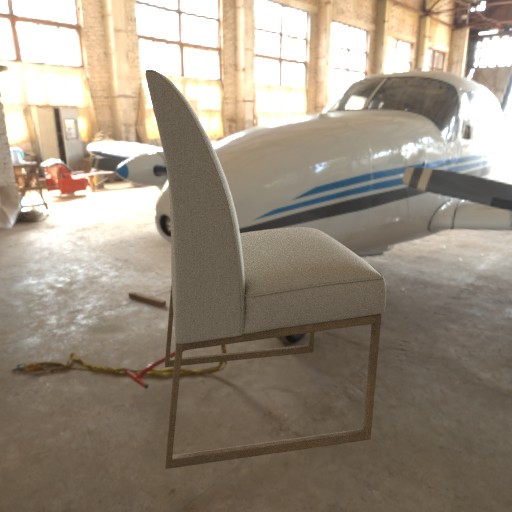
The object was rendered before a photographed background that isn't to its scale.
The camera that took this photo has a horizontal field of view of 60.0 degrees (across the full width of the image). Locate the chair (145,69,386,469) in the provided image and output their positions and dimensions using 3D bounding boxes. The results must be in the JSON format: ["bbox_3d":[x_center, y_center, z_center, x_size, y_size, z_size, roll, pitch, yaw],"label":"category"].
[{"bbox_3d":[0.000,0.000,1.175,0.522,0.863,0.508,-3,17,-11],"label":"chair"}]
